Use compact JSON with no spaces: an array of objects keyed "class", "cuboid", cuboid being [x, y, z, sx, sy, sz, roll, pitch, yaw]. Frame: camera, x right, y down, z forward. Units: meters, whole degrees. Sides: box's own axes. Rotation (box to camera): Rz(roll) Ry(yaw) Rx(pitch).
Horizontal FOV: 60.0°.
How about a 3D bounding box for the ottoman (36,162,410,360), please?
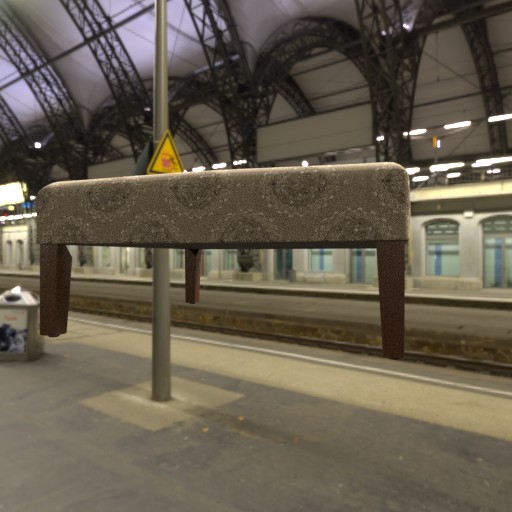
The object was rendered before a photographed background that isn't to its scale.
[{"class":"ottoman","cuboid":[0.000,0.000,1.400,0.890,0.411,0.889,0,0,17]}]
